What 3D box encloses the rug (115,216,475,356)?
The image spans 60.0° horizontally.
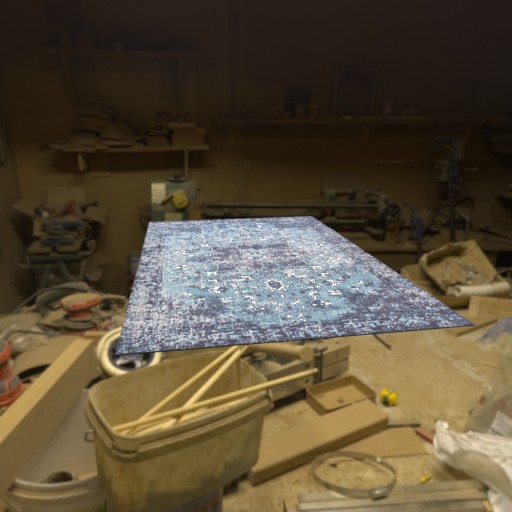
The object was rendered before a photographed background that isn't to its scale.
[{"bbox_3d":[0.000,0.000,2.965,1.525,0.007,2.440,-3,17,-10],"label":"rug"}]
